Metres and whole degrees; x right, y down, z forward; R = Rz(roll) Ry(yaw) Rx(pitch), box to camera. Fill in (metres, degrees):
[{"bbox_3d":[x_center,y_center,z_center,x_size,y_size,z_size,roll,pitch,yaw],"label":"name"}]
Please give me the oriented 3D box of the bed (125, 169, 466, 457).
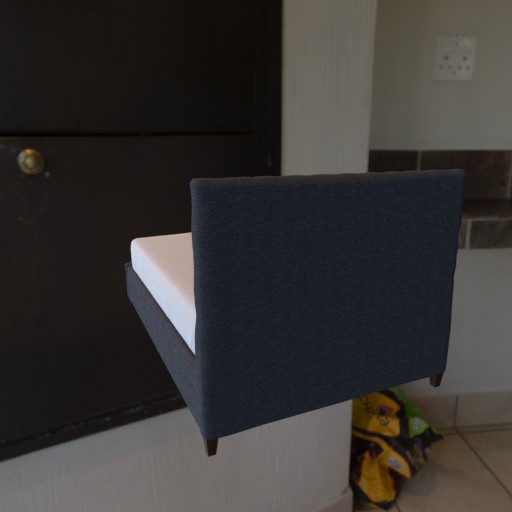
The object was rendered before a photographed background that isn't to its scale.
[{"bbox_3d":[0.000,0.000,3.478,1.698,1.427,2.387,-7,16,-24],"label":"bed"}]
